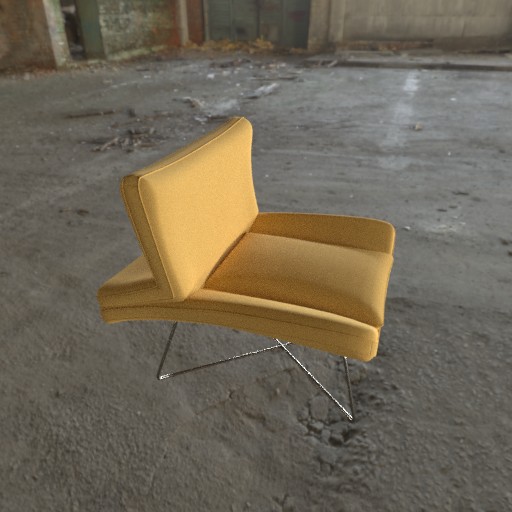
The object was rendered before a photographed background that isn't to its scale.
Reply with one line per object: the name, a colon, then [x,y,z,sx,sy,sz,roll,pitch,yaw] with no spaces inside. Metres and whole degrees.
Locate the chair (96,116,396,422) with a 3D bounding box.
chair: [0.000,0.000,1.708,1.008,0.855,0.859,10,31,17]
